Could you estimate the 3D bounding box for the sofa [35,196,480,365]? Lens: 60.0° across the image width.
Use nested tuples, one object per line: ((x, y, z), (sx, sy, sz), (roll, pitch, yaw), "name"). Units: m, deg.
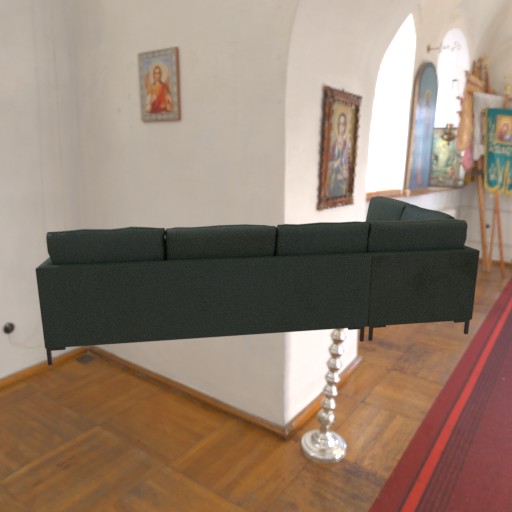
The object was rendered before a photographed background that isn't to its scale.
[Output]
((0.000, 0.000, 4.316), (3.384, 0.996, 2.048), (-2, 14, -9), "sofa")
